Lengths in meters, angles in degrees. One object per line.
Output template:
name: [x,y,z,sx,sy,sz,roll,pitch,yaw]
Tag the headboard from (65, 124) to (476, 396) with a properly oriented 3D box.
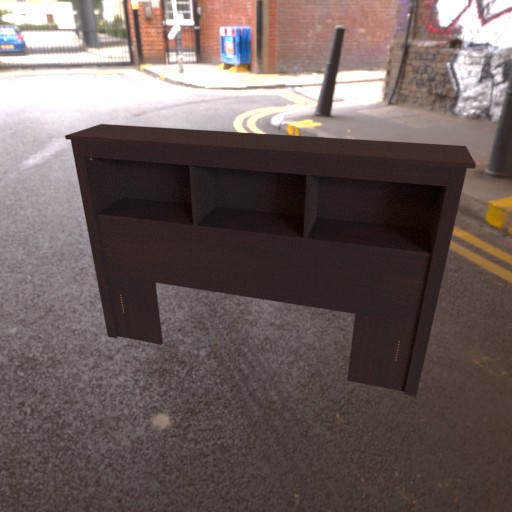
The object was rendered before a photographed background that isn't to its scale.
headboard: [0.000,0.000,2.113,1.671,1.092,0.279,7,28,14]
